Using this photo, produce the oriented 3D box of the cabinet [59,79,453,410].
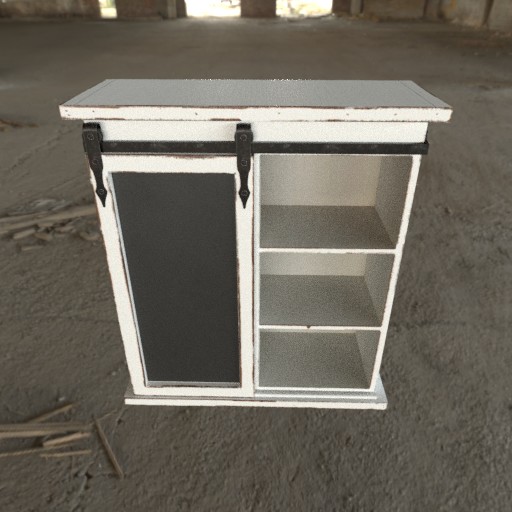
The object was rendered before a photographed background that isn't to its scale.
[{"bbox_3d":[0.000,0.000,0.851,0.541,0.603,0.210,1,31,1],"label":"cabinet"}]
